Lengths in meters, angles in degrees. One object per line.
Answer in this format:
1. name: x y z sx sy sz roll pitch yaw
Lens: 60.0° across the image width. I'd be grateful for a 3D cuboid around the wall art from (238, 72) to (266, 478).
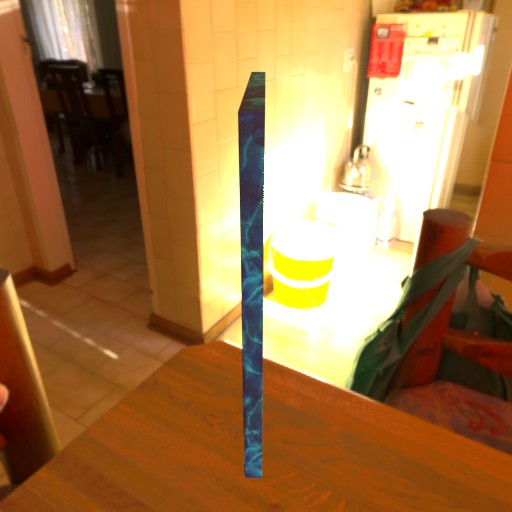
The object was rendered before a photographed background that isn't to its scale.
1. wall art: 0.000 0.000 1.050 0.038 0.760 0.609 1 27 1
